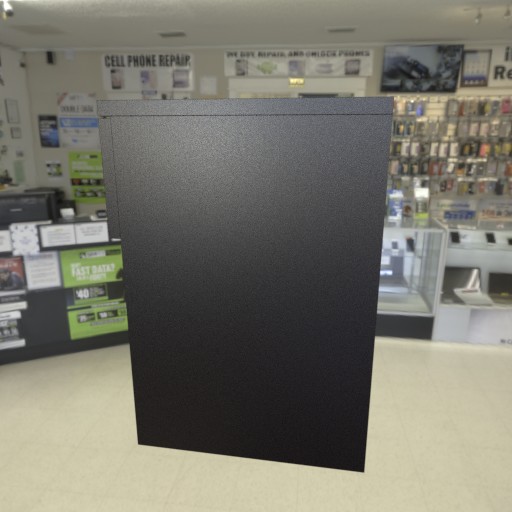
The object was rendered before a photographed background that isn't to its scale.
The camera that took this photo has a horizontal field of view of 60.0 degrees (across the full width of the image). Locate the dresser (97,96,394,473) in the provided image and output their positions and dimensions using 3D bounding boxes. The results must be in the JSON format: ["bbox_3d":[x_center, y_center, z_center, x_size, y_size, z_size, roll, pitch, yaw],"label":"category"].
[{"bbox_3d":[0.000,0.000,0.741,0.360,0.470,0.400,3,16,10],"label":"dresser"}]
